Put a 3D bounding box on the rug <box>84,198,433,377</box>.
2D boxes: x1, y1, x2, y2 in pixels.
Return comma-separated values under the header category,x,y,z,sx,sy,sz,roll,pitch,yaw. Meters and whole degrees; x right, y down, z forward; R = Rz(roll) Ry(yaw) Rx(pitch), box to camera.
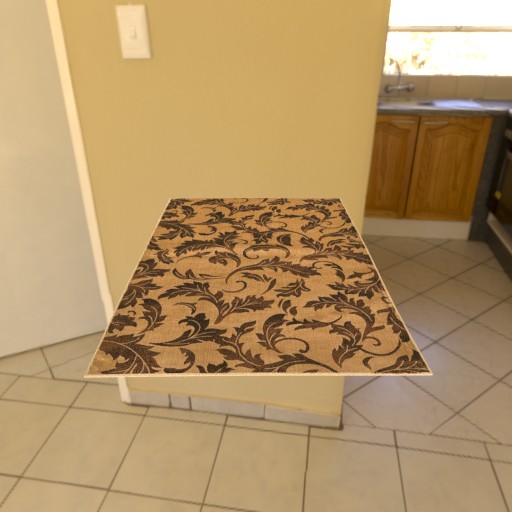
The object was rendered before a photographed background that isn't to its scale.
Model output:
category,x,y,z,sx,sy,sz,roll,pitch,yaw
rug,0.000,0.000,2.930,1.522,0.008,2.284,0,27,-1
